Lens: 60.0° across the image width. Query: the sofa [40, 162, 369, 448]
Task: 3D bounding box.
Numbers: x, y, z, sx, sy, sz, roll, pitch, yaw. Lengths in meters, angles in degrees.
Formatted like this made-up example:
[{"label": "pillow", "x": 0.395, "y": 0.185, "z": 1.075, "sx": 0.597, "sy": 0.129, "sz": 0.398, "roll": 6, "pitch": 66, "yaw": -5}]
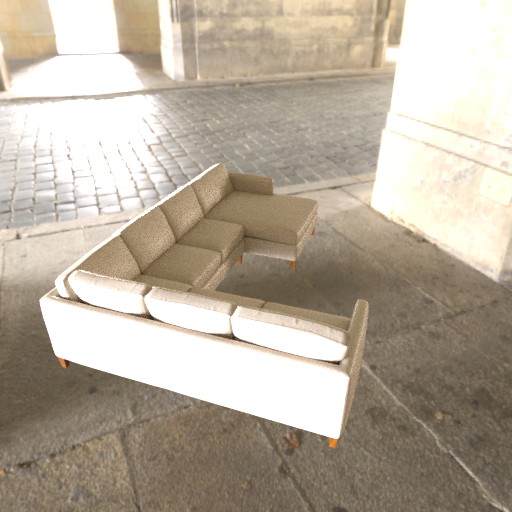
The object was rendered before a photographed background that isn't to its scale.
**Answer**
[{"label": "sofa", "x": 0.000, "y": 0.000, "z": 4.768, "sx": 2.594, "sy": 0.961, "sz": 3.460, "roll": 10, "pitch": 31, "yaw": 17}]
